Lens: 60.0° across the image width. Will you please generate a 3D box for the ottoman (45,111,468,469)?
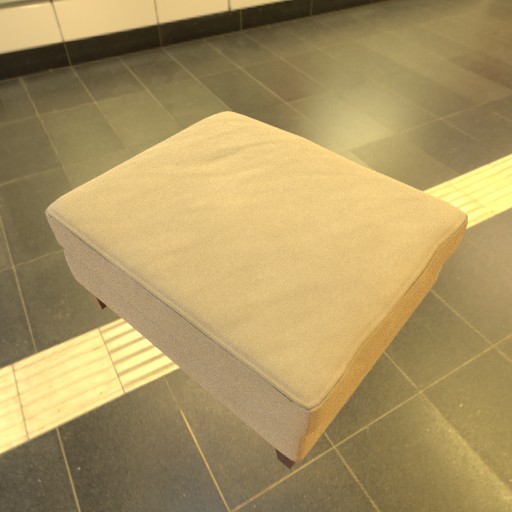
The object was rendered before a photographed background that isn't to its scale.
[{"bbox_3d":[0.000,0.000,1.450,1.002,0.492,0.836,31,53,27],"label":"ottoman"}]
